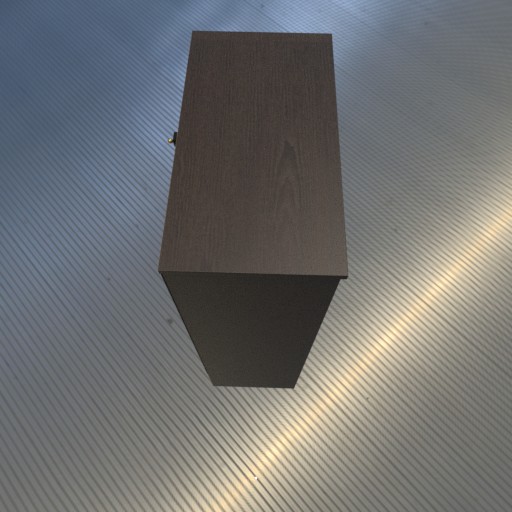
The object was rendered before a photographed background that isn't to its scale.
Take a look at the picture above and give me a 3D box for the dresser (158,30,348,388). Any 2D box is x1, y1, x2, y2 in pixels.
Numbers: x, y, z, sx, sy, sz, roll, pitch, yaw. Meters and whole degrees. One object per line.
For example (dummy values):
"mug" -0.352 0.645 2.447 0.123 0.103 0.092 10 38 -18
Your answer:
"dresser" 0.000 0.000 1.580 0.418 1.254 0.704 2 63 1
